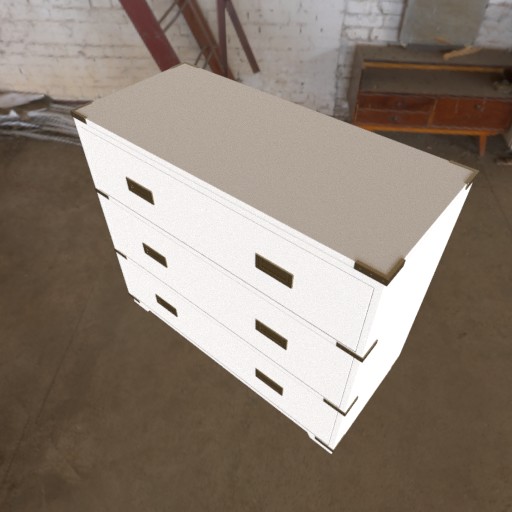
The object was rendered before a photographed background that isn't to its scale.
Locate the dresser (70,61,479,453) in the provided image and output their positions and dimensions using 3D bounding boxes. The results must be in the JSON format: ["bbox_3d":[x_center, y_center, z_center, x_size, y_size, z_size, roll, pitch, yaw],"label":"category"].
[{"bbox_3d":[0.000,0.000,1.493,1.022,0.891,0.460,31,53,27],"label":"dresser"}]
